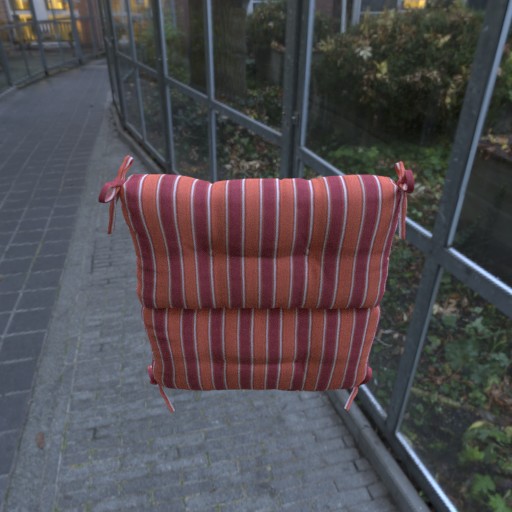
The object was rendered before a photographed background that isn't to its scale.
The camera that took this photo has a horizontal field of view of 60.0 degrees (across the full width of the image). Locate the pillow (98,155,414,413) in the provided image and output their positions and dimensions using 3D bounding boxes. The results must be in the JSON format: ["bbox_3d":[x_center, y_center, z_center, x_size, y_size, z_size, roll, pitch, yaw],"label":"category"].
[{"bbox_3d":[0.000,0.000,1.040,0.519,0.605,0.571,0,30,0],"label":"pillow"}]
